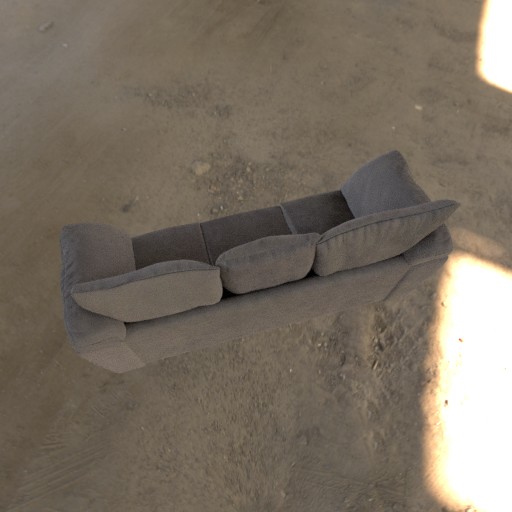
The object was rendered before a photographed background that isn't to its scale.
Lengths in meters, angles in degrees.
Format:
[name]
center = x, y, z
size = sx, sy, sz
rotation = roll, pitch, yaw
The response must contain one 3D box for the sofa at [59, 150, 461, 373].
[sofa]
center = 0.000, 0.000, 2.887
size = 2.336, 1.073, 0.878
rotation = -14, 59, -8
